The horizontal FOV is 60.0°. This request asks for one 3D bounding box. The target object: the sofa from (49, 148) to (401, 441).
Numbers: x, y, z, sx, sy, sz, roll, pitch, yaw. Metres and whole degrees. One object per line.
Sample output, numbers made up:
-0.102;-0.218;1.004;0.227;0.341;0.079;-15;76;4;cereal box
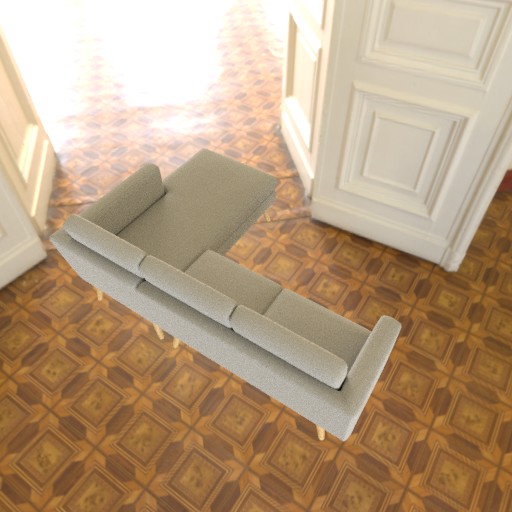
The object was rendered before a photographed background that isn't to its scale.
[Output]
0.000;0.000;2.933;2.040;0.860;1.530;26;54;21;sofa
